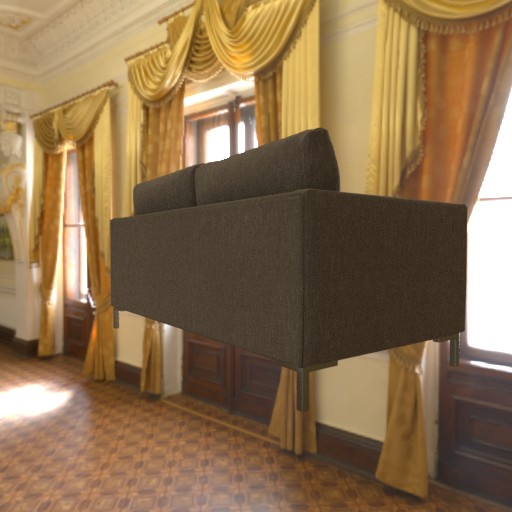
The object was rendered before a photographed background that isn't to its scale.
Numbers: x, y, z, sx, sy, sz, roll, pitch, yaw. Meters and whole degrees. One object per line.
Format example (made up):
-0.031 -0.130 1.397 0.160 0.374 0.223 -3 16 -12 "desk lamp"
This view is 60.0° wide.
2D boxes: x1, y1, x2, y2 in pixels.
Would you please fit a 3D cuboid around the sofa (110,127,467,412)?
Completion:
0.000 0.000 2.131 0.875 0.840 1.682 -1 2 -36 "sofa"
